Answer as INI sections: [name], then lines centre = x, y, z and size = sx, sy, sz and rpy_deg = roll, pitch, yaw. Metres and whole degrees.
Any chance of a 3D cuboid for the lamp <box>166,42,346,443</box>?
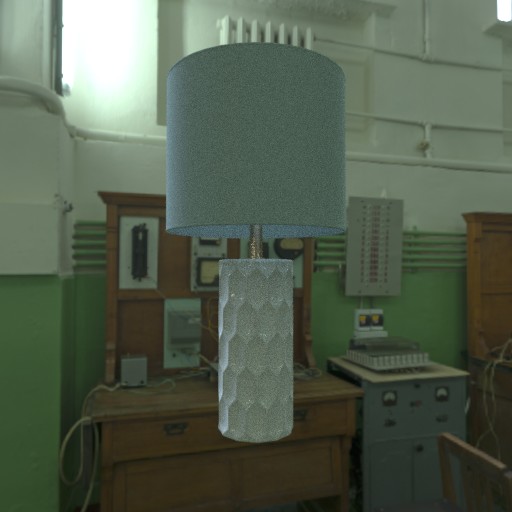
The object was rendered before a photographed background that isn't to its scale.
[lamp]
centre = 0.000, 0.000, 0.691
size = 0.277, 0.534, 0.277
rpy_deg = 0, -1, -17
